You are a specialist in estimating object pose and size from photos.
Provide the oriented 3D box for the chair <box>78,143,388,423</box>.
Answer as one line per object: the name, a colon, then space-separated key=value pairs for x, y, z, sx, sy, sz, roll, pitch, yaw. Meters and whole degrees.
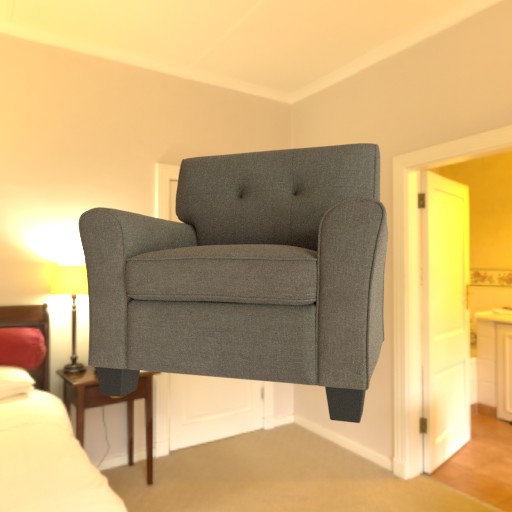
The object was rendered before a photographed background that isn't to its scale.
chair: x=0.000 y=0.000 z=1.622 sx=0.941 sy=0.890 sz=0.816 roll=0 pitch=-1 yaw=18
